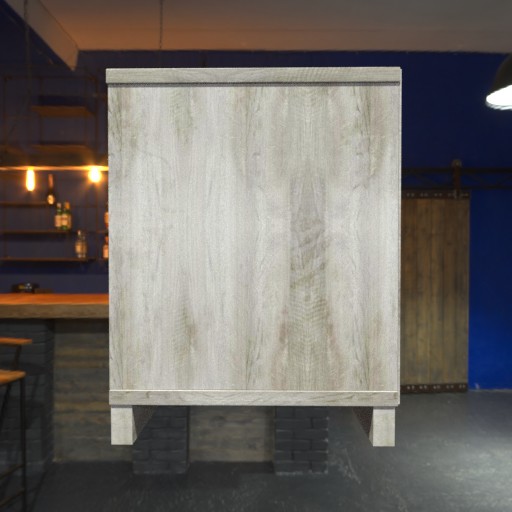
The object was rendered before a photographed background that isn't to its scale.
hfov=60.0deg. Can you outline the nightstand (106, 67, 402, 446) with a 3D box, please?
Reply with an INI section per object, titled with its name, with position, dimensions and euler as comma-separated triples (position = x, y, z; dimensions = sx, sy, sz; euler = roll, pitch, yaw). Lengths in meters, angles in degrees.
[nightstand]
position = 0.000, 0.000, 0.736
dimensions = 0.347, 0.448, 0.427
euler = 0, 1, 1
